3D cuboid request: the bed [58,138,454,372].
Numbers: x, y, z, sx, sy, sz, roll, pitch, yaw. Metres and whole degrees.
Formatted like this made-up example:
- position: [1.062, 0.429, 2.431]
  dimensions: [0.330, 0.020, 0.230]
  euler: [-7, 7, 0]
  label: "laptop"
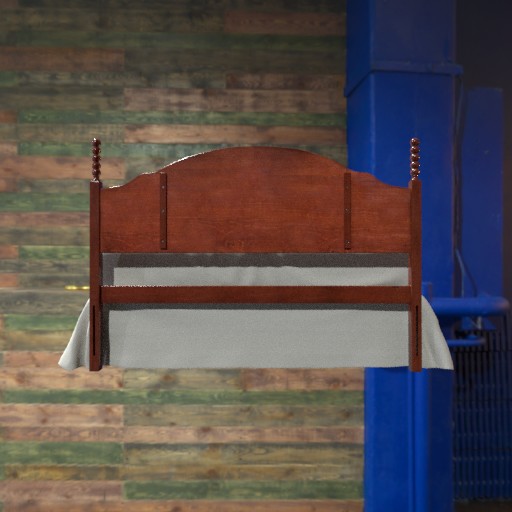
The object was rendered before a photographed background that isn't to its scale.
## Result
- position: [0.000, 0.000, 3.652]
  dimensions: [2.322, 1.355, 2.219]
  euler: [0, 0, 0]
  label: "bed"
